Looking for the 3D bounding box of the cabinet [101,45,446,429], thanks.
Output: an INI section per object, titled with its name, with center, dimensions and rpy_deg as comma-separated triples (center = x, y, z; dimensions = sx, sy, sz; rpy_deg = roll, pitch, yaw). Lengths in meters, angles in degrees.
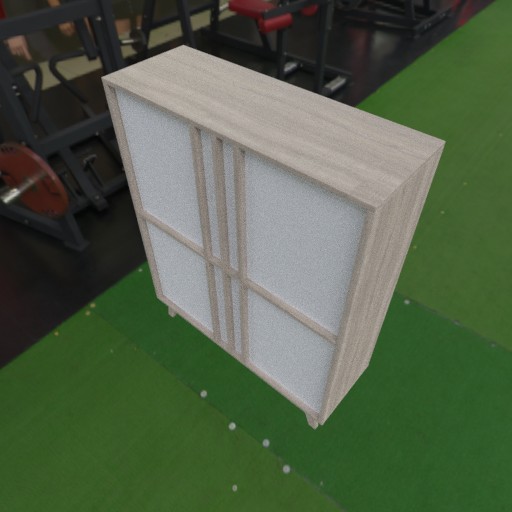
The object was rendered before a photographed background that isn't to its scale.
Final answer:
[cabinet]
center = 0.000, 0.000, 1.926
dimensions = 1.111, 1.388, 0.398
rpy_deg = 32, 54, 27
